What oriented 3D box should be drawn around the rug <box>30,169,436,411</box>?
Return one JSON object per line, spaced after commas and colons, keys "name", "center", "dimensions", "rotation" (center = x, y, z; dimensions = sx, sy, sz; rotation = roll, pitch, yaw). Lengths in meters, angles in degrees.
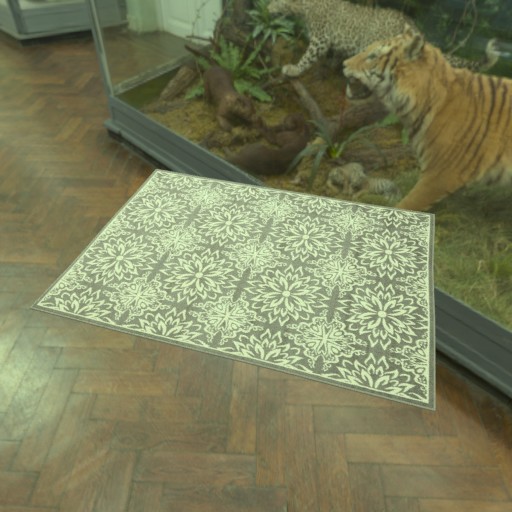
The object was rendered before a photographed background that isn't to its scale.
{"name": "rug", "center": [0.000, 0.000, 2.862], "dimensions": [2.213, 0.014, 1.608], "rotation": [11, 43, 12]}
